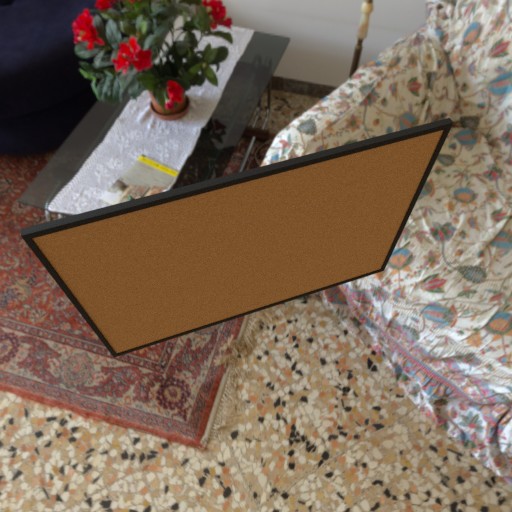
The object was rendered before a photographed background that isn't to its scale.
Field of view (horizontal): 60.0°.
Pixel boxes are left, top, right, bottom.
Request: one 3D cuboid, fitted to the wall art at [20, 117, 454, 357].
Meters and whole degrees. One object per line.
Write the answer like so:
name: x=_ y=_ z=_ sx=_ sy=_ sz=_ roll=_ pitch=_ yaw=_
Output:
wall art: x=0.000 y=0.000 z=0.842 sx=0.664 sy=0.458 sz=0.013 roll=-17 pitch=59 yaw=-10
